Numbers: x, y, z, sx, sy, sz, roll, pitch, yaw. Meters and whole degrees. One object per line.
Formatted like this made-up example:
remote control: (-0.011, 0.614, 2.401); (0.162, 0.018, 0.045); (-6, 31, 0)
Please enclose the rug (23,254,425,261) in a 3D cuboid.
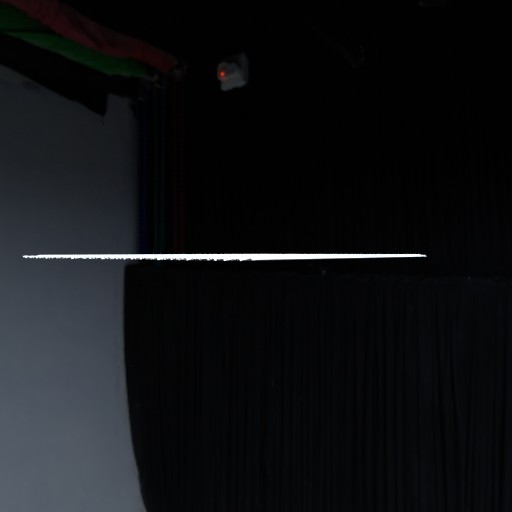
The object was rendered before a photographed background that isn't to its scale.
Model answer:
rug: (0.000, 0.000, 2.349); (1.243, 0.013, 1.872); (0, 0, 36)
